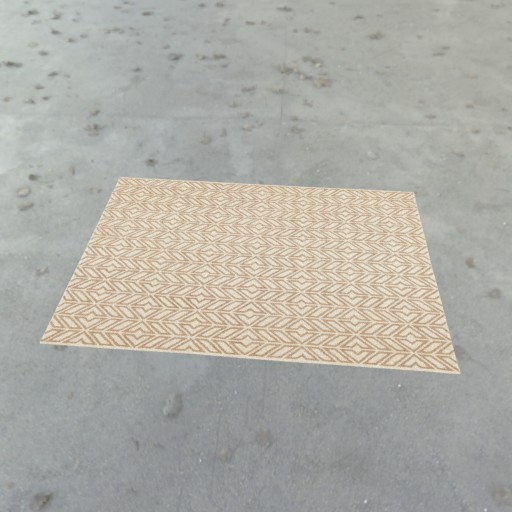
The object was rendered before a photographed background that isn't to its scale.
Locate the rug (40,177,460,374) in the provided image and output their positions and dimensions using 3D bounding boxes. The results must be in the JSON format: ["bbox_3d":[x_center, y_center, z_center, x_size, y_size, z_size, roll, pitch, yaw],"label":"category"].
[{"bbox_3d":[0.000,0.000,2.333,1.828,0.007,1.220,3,47,3],"label":"rug"}]
